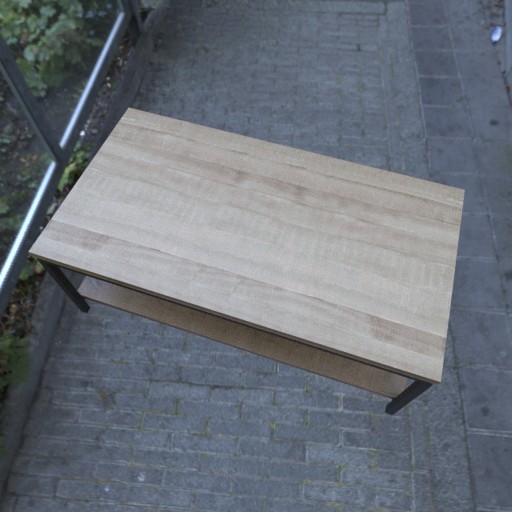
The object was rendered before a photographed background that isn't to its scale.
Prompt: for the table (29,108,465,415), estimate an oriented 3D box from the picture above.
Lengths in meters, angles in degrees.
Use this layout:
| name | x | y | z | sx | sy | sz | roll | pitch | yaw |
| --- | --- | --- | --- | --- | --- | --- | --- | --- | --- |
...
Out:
| name | x | y | z | sx | sy | sz | roll | pitch | yaw |
| --- | --- | --- | --- | --- | --- | --- | --- | --- | --- |
| table | 0.000 | 0.000 | 1.379 | 1.062 | 0.393 | 0.574 | 16 | 61 | 9 |
